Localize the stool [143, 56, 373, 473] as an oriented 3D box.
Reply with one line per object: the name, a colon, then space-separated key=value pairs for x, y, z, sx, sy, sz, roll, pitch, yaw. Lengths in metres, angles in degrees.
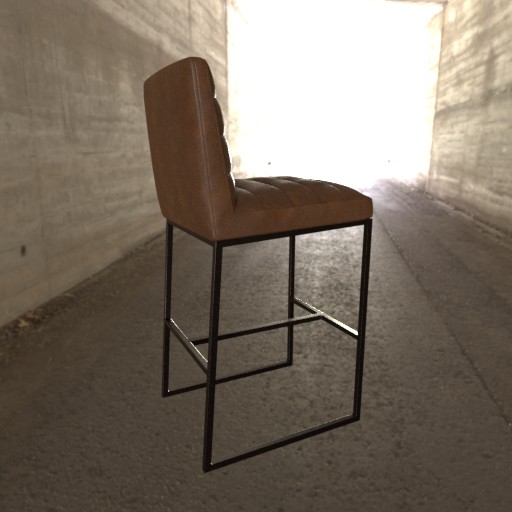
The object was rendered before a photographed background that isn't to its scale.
stool: x=0.000 y=0.000 z=1.388 sx=0.562 sy=1.065 sz=0.463 roll=-7 pitch=15 yaw=-26
